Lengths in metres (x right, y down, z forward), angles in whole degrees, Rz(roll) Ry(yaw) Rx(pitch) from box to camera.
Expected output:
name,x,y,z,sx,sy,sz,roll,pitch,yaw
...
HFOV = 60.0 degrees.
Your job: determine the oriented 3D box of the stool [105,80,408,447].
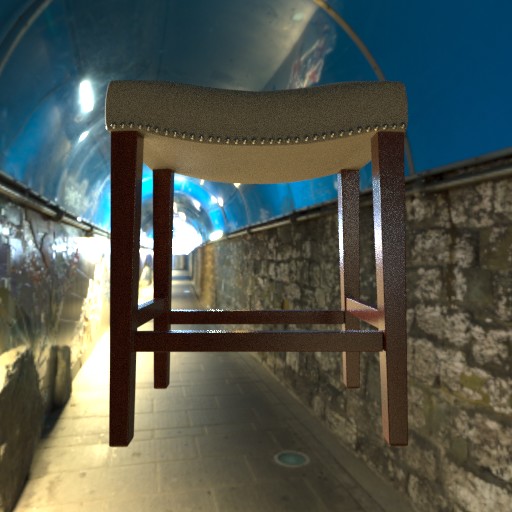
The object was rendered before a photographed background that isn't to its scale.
name,x,y,z,sx,sy,sz,roll,pitch,yaw
stool,0.000,0.000,0.913,0.509,0.632,0.375,0,-1,0
